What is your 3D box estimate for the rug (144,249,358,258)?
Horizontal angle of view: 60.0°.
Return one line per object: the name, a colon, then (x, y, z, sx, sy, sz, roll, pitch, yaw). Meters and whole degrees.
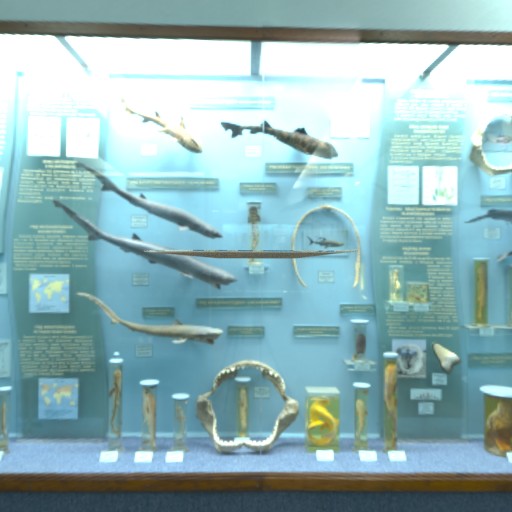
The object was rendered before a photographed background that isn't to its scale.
rug: (0.000, 0.000, 2.799, 0.768, 0.011, 2.446, 0, -1, 1)
